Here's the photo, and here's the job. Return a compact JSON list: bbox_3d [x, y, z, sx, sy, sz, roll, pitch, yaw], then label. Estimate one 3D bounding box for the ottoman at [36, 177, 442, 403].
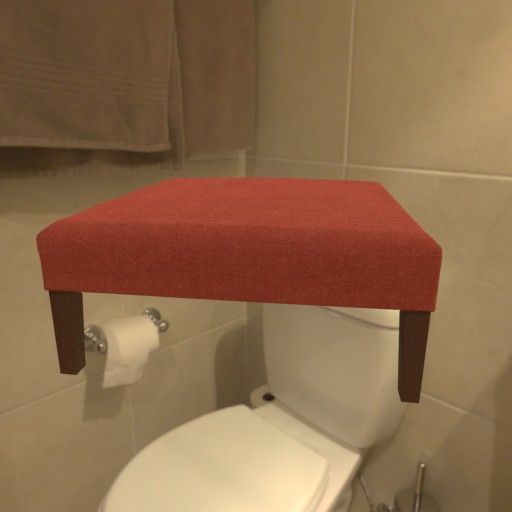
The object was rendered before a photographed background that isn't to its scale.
[{"bbox_3d":[0.000,0.000,1.409,0.890,0.411,0.889,2,17,8],"label":"ottoman"}]
